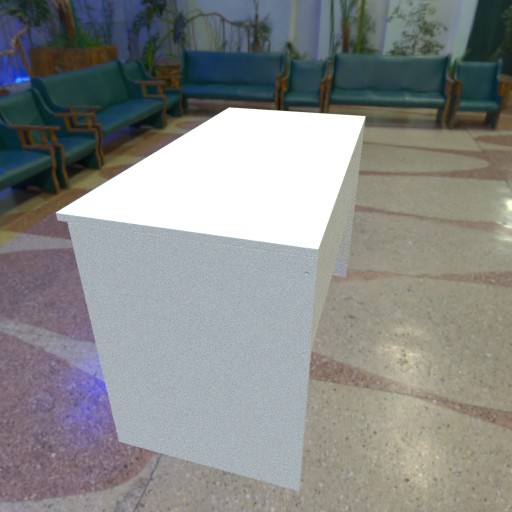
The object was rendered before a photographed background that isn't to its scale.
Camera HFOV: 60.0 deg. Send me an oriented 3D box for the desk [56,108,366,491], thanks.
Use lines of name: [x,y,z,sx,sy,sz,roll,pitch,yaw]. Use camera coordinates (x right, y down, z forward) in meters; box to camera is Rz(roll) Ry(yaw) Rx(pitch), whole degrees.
desk: [0.000,0.000,1.508,0.560,0.730,1.100,8,31,14]
